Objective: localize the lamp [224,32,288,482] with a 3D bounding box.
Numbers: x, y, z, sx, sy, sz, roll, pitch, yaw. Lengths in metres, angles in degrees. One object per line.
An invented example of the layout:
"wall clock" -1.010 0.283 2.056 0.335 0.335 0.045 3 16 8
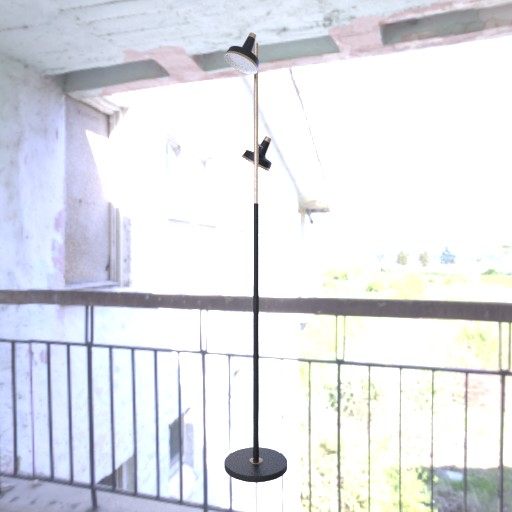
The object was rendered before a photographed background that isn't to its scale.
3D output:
"lamp" 0.000 0.000 1.755 0.253 1.674 0.351 0 1 18
